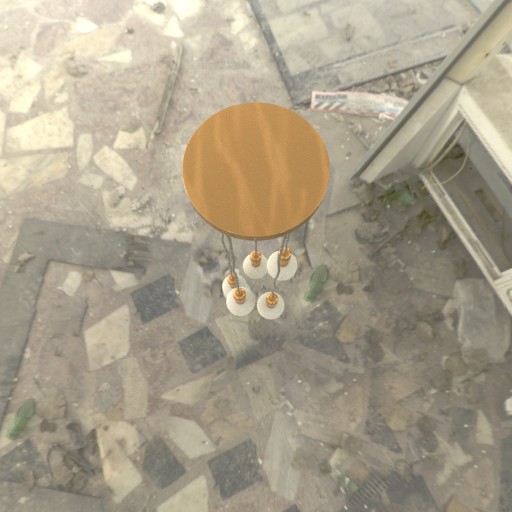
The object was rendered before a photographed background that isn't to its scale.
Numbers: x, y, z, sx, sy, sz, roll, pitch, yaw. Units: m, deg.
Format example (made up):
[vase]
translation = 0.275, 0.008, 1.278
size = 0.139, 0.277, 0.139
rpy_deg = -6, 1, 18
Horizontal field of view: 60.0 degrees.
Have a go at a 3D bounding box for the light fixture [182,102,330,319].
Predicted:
[light fixture]
translation = 0.000, 0.000, 0.509
size = 0.108, 0.457, 0.105
rpy_deg = 0, 74, 0
